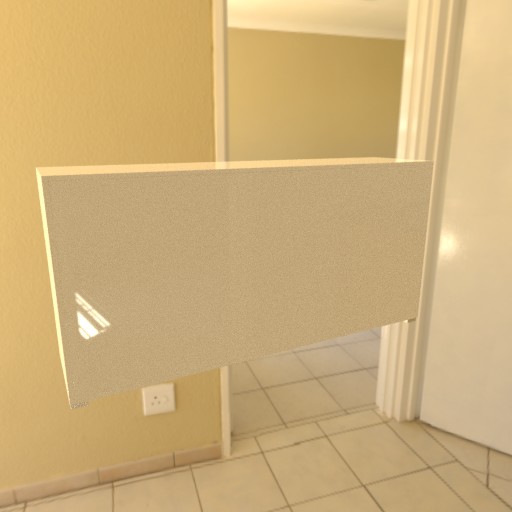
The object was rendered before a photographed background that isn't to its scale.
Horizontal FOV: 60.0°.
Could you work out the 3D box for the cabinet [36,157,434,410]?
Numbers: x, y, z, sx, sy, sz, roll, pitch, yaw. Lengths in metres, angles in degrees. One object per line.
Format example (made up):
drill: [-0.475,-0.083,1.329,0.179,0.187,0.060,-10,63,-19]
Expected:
cabinet: [0.000,0.000,1.961,1.650,0.800,0.400,-8,17,-26]
